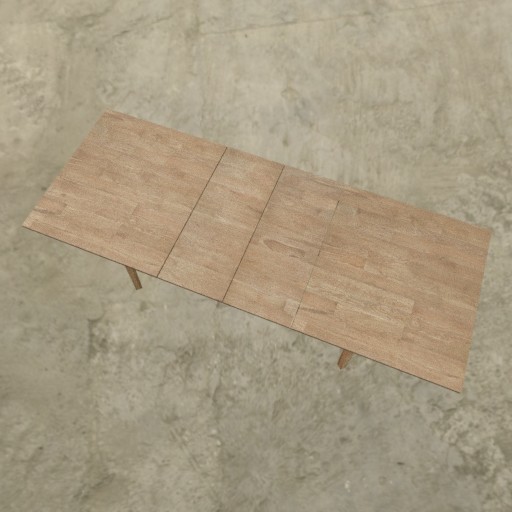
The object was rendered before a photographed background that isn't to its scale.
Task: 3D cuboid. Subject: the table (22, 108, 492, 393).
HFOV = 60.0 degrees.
[{"bbox_3d":[0.000,0.000,2.964,2.603,0.752,1.000,20,65,9],"label":"table"}]
